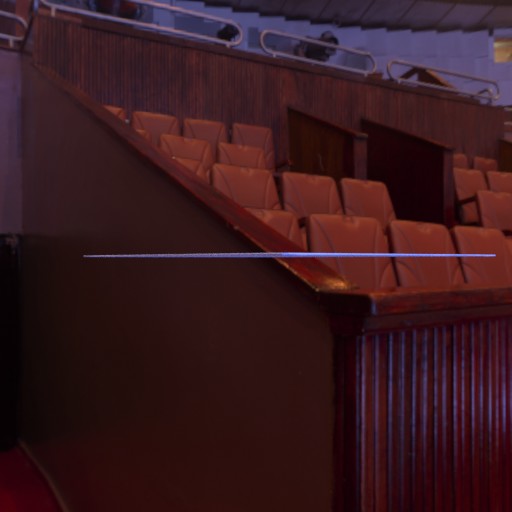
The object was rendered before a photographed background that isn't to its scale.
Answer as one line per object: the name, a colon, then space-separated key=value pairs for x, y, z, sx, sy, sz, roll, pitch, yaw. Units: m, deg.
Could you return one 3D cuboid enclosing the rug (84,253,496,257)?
rug: x=0.000 y=0.000 z=2.845 sx=1.522 sy=0.008 sz=2.284 roll=0 pitch=0 yaw=-37
